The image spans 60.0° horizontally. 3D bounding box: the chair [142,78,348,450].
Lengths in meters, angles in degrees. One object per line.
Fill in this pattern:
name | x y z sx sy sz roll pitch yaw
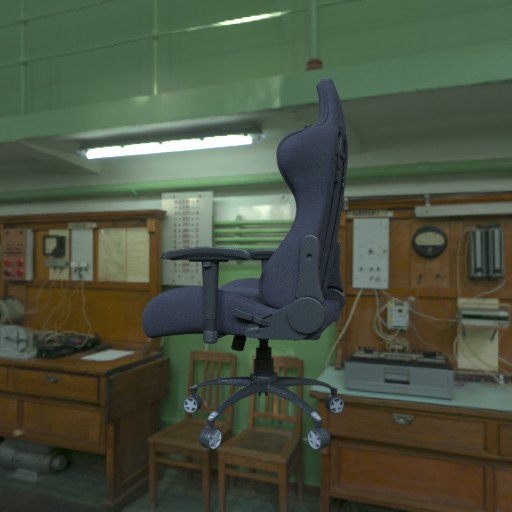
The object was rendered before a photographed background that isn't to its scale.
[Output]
chair | 0.000 0.000 1.762 0.695 1.300 0.730 0 0 18
